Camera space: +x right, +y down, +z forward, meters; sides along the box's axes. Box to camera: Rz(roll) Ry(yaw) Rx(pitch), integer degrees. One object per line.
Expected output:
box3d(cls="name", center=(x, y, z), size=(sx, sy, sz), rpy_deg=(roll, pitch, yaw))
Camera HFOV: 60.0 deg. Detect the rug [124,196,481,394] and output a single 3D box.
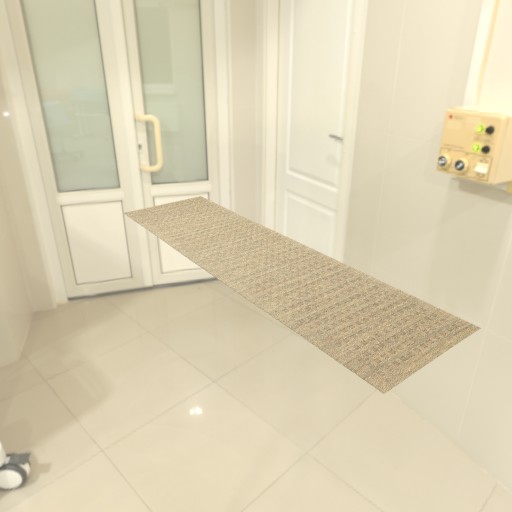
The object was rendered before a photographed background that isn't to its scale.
box3d(cls="rug", center=(0.000, 0.000, 2.683), size=(0.688, 0.005, 2.437), rpy_deg=(-18, 31, -33))
